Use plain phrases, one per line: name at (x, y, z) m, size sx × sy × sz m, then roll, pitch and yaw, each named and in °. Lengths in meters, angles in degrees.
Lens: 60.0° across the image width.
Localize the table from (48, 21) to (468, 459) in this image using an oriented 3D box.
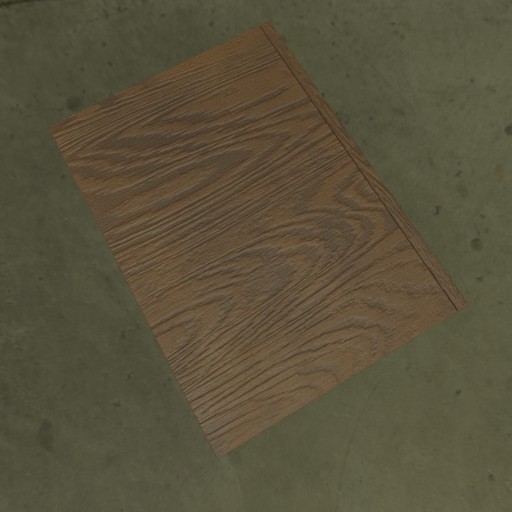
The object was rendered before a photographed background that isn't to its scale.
table at (0.000, 0.000, 0.948) m, size 0.439 × 0.585 × 0.560 m, roll -29°, pitch 77°, yaw -7°
